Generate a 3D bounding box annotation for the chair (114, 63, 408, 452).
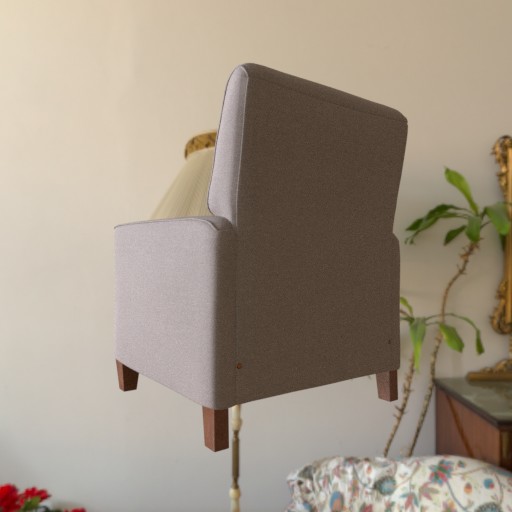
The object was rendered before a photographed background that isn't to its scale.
[{"bbox_3d":[0.000,0.000,1.635,0.845,1.023,0.859,1,-1,-36],"label":"chair"}]
